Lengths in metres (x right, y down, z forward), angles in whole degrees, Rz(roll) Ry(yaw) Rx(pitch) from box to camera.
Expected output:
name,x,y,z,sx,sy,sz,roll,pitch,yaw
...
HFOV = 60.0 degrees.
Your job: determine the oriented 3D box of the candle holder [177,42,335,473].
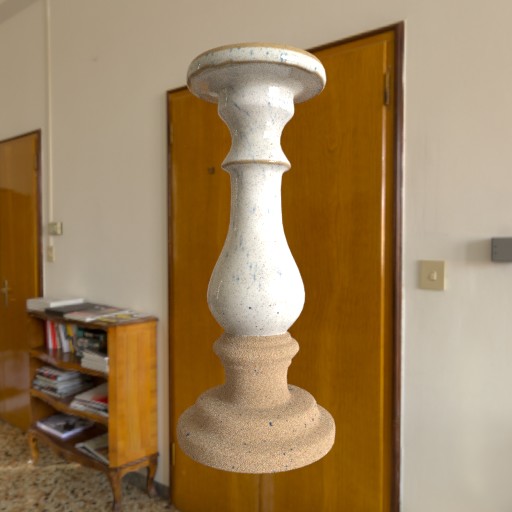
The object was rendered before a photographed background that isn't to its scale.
name,x,y,z,sx,sy,sz,roll,pitch,yaw
candle holder,0.000,0.000,0.246,0.088,0.203,0.088,0,2,0
